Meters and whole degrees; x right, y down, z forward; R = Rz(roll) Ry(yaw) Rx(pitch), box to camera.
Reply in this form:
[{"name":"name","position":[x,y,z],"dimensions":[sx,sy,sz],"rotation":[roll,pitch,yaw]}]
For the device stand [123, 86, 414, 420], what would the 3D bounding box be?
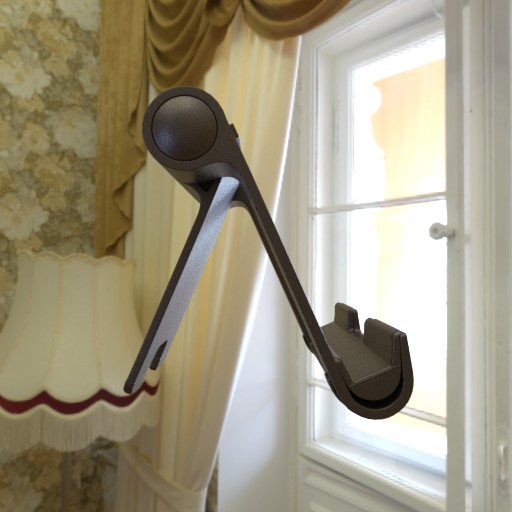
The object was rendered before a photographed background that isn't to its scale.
[{"name":"device stand","position":[0.000,0.000,0.152],"dimensions":[0.079,0.084,0.088],"rotation":[0,-1,1]}]
